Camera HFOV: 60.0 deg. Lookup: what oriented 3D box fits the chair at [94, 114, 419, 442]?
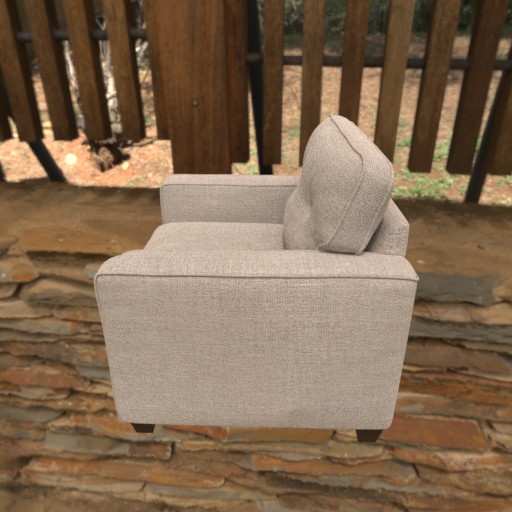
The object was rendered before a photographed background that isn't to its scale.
[{"bbox_3d":[0.000,0.000,1.731,0.939,0.965,1.015,1,26,2],"label":"chair"}]
